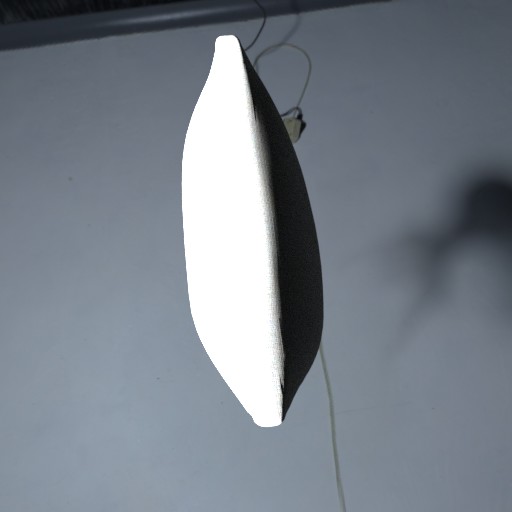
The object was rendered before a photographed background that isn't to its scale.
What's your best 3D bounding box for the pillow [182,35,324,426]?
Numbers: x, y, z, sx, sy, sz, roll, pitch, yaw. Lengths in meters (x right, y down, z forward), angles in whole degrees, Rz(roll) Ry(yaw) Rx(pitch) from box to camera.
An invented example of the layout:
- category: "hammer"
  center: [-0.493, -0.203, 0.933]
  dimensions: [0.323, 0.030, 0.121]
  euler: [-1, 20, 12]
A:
- category: "pillow"
  center: [0.000, 0.000, 0.766]
  dimensions: [0.219, 0.491, 0.496]
  euler: [-6, 76, -2]
